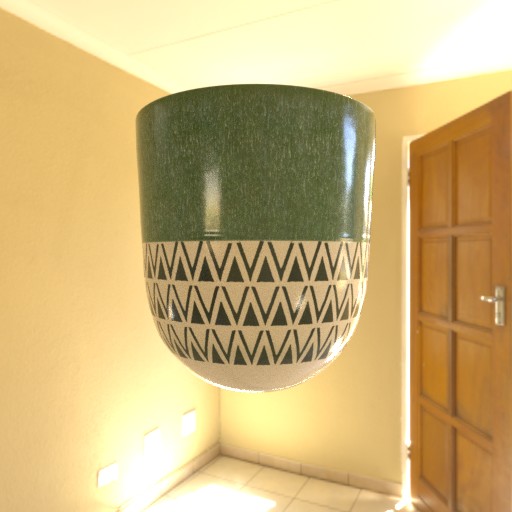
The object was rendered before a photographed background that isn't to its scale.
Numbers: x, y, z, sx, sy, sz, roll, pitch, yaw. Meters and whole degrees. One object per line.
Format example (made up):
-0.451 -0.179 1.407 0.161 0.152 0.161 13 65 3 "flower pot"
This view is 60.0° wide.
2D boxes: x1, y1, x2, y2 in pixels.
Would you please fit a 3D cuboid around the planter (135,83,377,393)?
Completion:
0.000 0.000 0.371 0.195 0.214 0.195 0 0 0 "planter"
